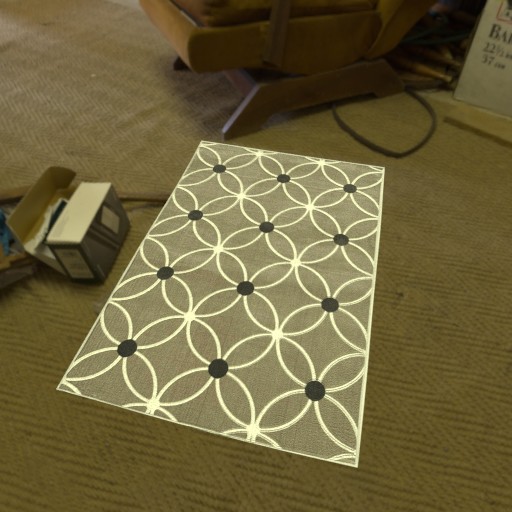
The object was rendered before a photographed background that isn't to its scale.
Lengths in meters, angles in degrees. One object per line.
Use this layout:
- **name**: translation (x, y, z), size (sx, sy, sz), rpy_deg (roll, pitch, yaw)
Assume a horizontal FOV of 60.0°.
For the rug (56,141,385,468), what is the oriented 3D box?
- **rug**: translation (0.000, 0.000, 2.848), size (1.522, 0.008, 2.284), rpy_deg (11, 49, 9)
